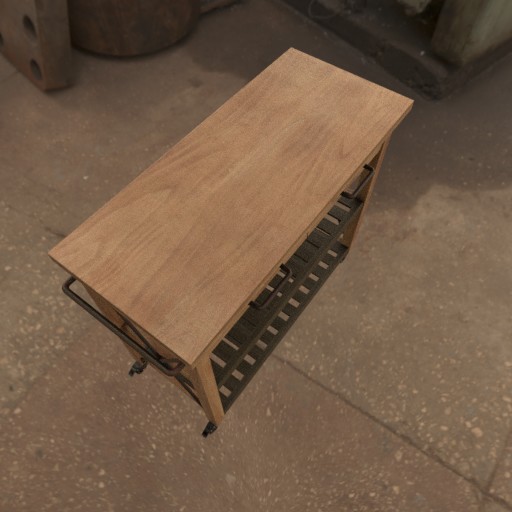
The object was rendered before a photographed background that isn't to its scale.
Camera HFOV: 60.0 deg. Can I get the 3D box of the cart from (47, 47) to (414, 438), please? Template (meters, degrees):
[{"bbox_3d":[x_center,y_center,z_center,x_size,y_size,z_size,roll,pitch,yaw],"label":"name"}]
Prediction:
[{"bbox_3d":[0.000,0.000,0.987,0.298,0.554,0.686,32,63,19],"label":"cart"}]
